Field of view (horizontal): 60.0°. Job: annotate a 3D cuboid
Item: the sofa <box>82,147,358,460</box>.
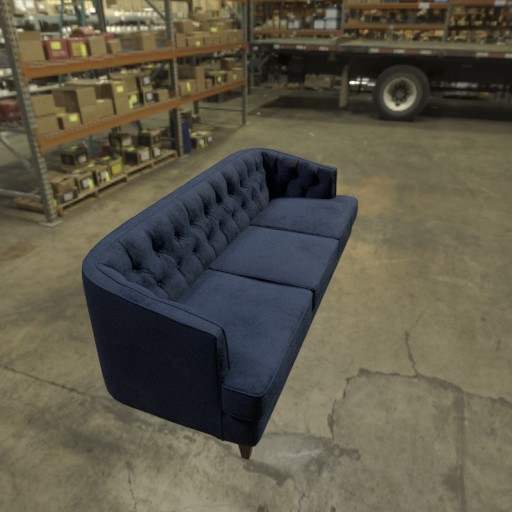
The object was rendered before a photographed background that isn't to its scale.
[{"bbox_3d":[0.000,0.000,2.776,0.941,0.855,2.278,10,30,18],"label":"sofa"}]
